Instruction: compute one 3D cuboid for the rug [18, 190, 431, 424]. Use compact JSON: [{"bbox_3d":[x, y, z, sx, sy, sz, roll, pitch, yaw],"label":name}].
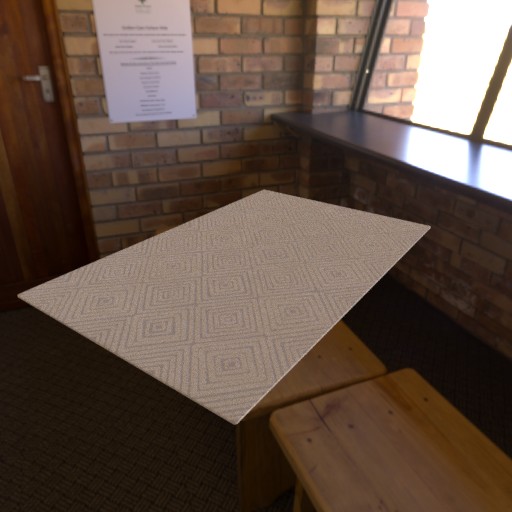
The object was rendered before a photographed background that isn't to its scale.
[{"bbox_3d":[0.000,0.000,2.147,1.143,0.008,1.753,18,31,32],"label":"rug"}]
